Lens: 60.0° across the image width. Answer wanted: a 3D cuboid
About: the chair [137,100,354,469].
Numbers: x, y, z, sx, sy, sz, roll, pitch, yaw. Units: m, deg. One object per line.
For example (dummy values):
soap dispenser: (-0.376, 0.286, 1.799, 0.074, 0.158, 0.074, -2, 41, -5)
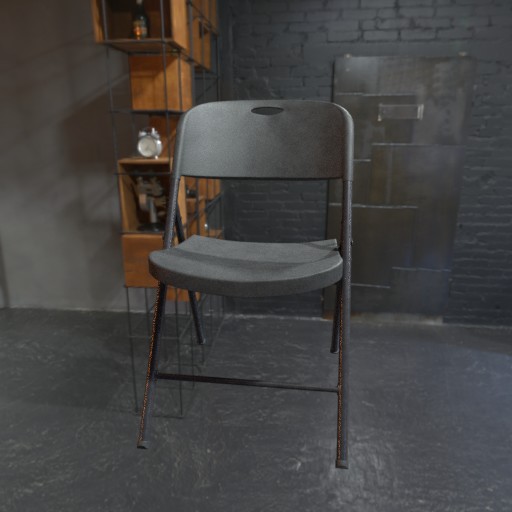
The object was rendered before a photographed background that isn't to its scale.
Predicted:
chair: (0.000, 0.000, 1.168, 0.494, 0.810, 0.566, 2, 16, 8)
